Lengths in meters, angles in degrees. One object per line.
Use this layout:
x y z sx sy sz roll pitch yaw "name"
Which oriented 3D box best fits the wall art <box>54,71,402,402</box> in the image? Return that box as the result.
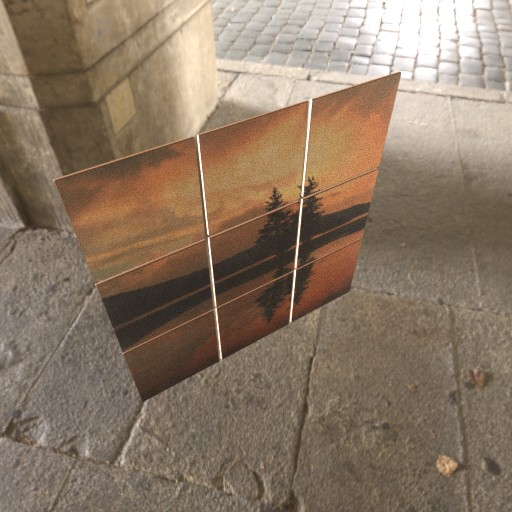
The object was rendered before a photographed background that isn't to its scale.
0.000 0.000 1.791 1.216 1.218 0.013 -24 51 -22 "wall art"
